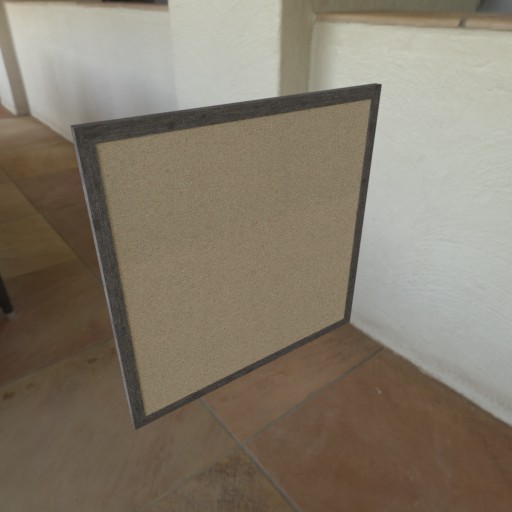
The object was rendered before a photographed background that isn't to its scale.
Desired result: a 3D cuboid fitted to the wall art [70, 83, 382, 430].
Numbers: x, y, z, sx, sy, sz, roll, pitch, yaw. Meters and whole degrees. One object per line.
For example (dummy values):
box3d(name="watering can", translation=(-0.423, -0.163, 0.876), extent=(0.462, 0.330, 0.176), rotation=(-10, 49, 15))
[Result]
box3d(name="wall art", translation=(0.000, 0.000, 0.679), extent=(0.457, 0.457, 0.013), rotation=(-19, 35, -30))
